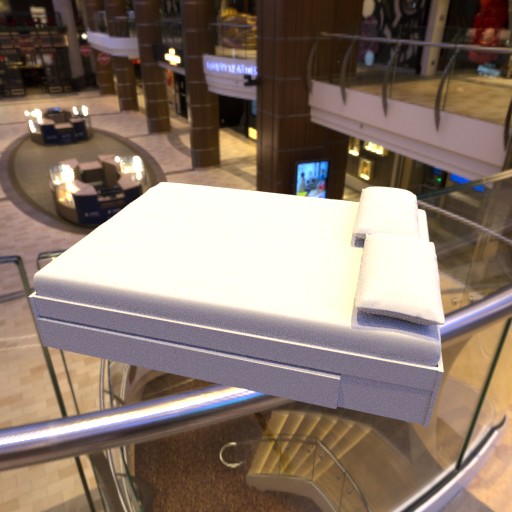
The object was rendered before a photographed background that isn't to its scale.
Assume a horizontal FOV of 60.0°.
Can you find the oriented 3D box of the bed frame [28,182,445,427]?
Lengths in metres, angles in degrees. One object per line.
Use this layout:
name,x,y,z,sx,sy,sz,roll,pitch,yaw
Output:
bed frame,0.000,0.000,2.585,1.950,0.629,1.450,8,30,14
